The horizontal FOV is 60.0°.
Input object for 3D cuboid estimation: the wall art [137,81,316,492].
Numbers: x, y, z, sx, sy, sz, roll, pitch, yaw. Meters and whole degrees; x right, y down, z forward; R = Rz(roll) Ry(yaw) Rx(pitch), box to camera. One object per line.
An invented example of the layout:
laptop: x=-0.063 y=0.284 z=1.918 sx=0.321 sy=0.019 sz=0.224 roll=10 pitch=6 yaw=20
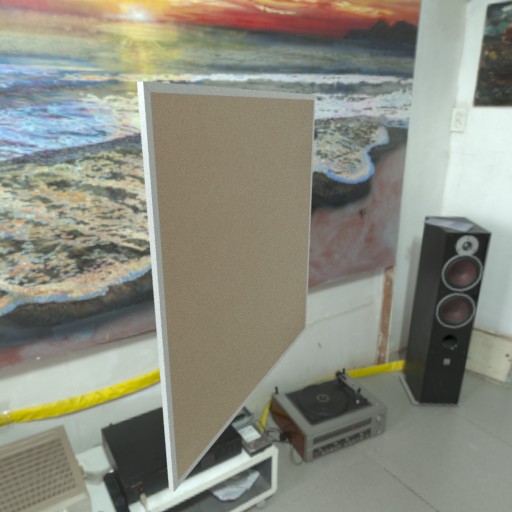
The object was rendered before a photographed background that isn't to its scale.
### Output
wall art: x=0.000 y=0.000 z=0.651 sx=0.007 sy=0.456 sz=0.456 roll=9 pitch=20 yaw=25
